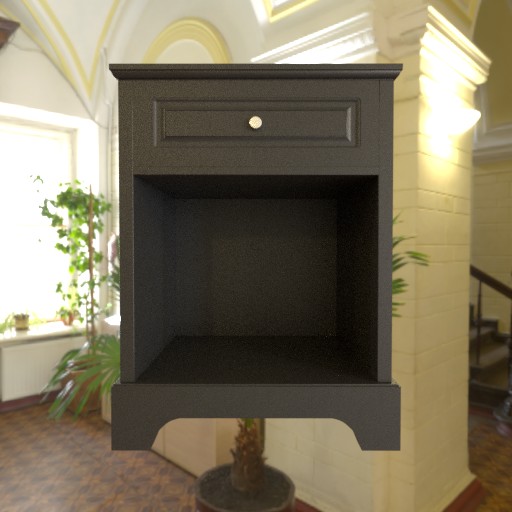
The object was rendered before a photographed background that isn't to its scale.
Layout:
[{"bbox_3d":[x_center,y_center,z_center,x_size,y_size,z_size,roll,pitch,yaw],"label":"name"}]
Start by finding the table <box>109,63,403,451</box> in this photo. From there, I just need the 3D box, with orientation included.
[{"bbox_3d":[0.000,0.000,0.896,0.460,0.610,0.399,0,1,0],"label":"table"}]
